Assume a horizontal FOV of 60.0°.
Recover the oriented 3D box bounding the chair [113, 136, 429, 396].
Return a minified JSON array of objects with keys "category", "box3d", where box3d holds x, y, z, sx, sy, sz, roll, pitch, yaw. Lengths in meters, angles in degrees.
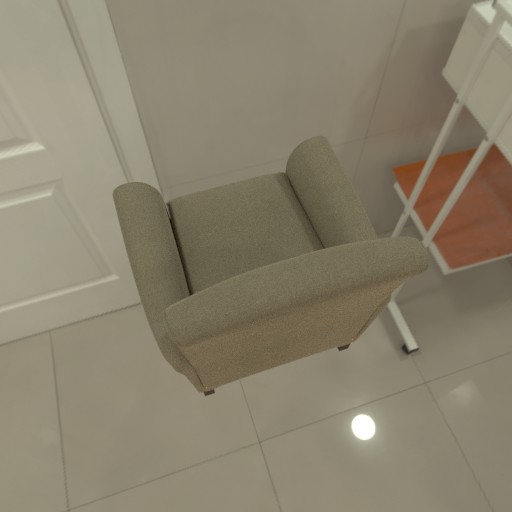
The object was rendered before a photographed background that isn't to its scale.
[{"category":"chair","box3d":[0.000,0.000,1.780,0.978,1.061,0.905,-16,61,-9]}]
